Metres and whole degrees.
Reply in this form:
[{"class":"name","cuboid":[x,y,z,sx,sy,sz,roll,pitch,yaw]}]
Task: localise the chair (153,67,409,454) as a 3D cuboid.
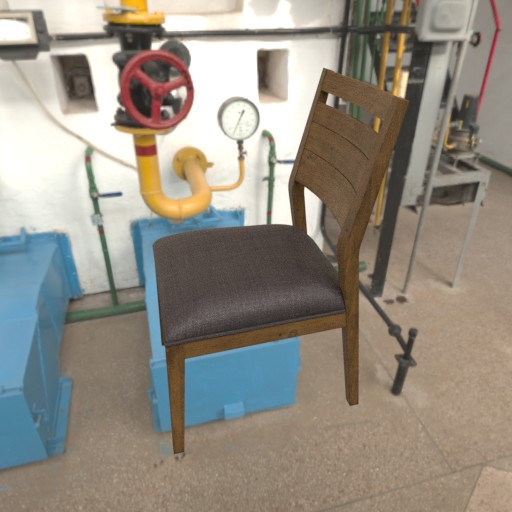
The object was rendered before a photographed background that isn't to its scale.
[{"class":"chair","cuboid":[0.000,0.000,1.286,0.610,0.939,0.501,-8,32,-12]}]
